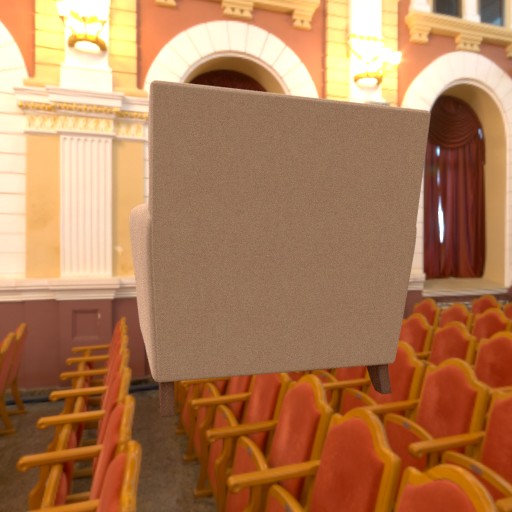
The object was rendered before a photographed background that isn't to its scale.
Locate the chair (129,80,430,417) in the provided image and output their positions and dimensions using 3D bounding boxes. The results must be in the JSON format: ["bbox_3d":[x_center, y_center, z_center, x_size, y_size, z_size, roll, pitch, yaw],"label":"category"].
[{"bbox_3d":[0.000,0.000,1.547,0.840,0.846,0.871,0,0,-17],"label":"chair"}]
